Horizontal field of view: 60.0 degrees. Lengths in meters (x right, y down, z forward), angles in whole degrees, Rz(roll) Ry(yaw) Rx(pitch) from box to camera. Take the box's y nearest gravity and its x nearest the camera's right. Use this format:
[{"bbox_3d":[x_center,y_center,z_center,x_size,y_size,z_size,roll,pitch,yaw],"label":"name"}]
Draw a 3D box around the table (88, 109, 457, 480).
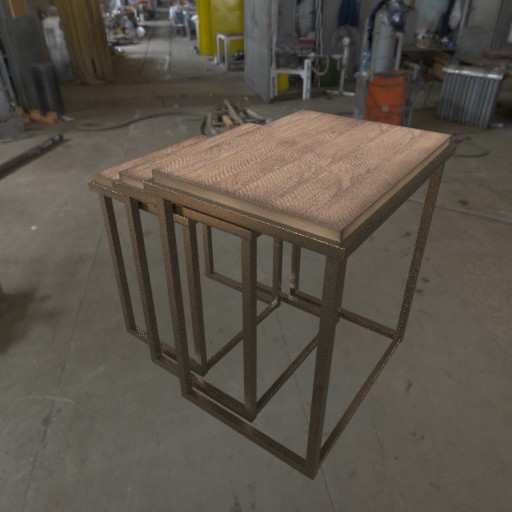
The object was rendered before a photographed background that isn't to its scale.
[{"bbox_3d":[0.000,0.000,1.125,0.706,0.610,0.559,21,38,30],"label":"table"}]
